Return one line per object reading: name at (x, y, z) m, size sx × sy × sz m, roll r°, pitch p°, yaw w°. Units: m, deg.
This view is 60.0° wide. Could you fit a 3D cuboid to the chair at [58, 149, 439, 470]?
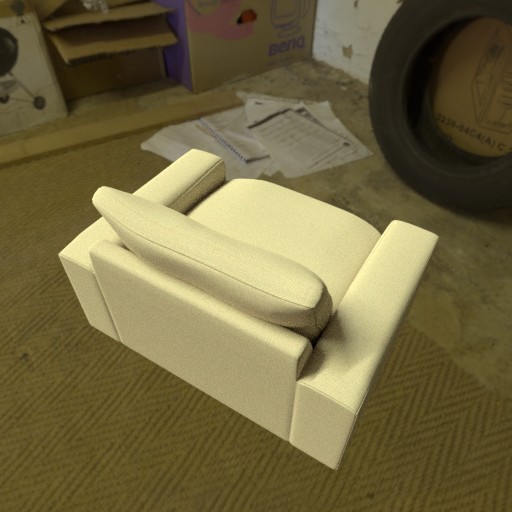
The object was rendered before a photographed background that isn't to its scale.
chair at (0.000, 0.000, 2.050) m, size 1.398 × 0.915 × 1.039 m, roll 24°, pitch 50°, yaw 21°
